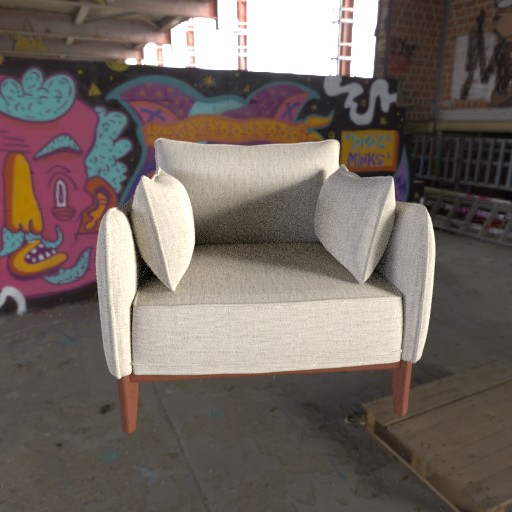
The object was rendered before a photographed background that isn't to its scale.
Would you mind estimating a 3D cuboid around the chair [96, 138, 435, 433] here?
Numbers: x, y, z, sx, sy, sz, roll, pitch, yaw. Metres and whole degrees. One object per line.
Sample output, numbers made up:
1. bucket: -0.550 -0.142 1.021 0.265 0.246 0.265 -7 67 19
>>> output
1. chair: 0.000 0.000 1.687 0.994 0.855 0.991 -2 16 -5
